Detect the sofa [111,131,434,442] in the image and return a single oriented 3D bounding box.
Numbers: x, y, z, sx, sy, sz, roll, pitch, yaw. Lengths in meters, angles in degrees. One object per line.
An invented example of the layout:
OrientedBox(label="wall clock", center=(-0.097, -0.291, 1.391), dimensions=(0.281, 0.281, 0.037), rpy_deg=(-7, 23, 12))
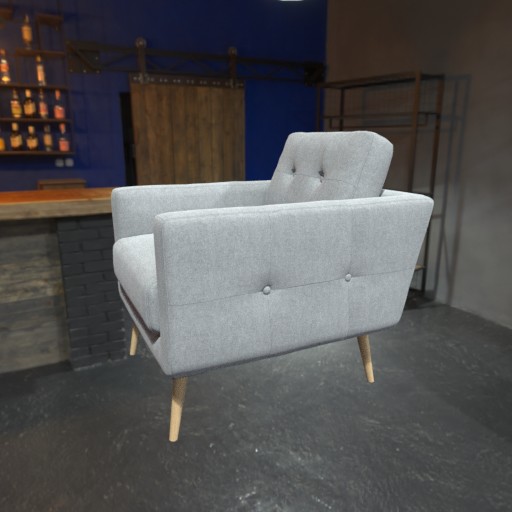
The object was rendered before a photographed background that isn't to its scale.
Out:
OrientedBox(label="sofa", center=(0.000, 0.000, 1.586), dimensions=(0.920, 0.860, 0.770), rpy_deg=(-7, 16, -25))
